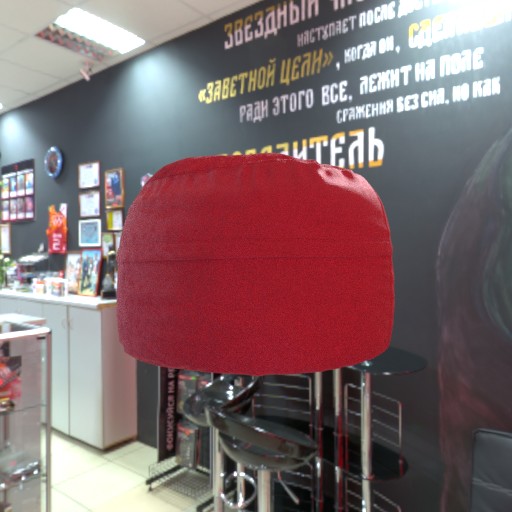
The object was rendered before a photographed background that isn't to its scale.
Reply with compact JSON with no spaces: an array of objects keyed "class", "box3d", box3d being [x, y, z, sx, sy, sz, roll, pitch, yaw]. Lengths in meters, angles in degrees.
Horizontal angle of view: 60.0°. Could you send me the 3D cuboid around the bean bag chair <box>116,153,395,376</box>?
[{"class":"bean bag chair","box3d":[0.000,0.000,2.030,1.218,0.788,1.218,0,0,0]}]
